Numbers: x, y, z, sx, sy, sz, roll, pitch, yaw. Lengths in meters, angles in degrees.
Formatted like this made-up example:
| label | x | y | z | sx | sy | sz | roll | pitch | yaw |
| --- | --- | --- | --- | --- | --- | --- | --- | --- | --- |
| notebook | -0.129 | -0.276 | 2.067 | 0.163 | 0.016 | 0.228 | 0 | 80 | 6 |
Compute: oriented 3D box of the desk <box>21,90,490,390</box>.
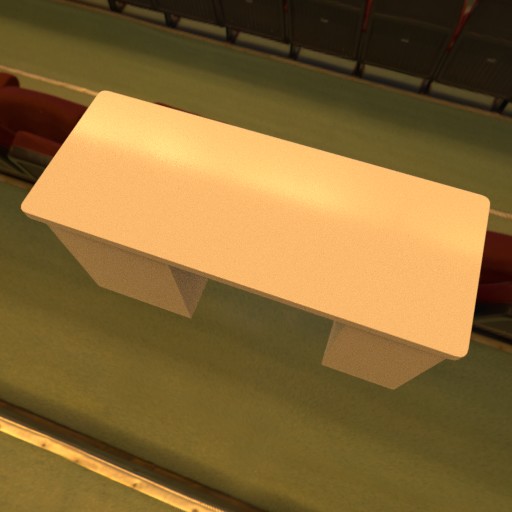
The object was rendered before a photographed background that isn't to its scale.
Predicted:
| label | x | y | z | sx | sy | sz | roll | pitch | yaw |
| --- | --- | --- | --- | --- | --- | --- | --- | --- | --- |
| desk | 0.000 | 0.000 | 1.748 | 1.400 | 0.762 | 0.550 | 18 | 65 | 8 |
